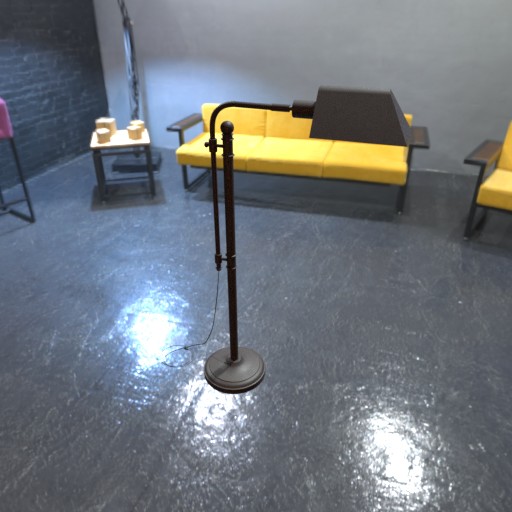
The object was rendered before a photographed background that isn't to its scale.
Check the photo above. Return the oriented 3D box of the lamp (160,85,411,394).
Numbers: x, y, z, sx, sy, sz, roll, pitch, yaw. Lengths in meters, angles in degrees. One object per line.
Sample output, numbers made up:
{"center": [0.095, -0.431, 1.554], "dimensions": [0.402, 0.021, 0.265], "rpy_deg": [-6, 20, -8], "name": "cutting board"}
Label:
{"center": [0.000, 0.000, 0.959], "dimensions": [0.545, 0.708, 0.159], "rpy_deg": [10, 31, 17], "name": "lamp"}
